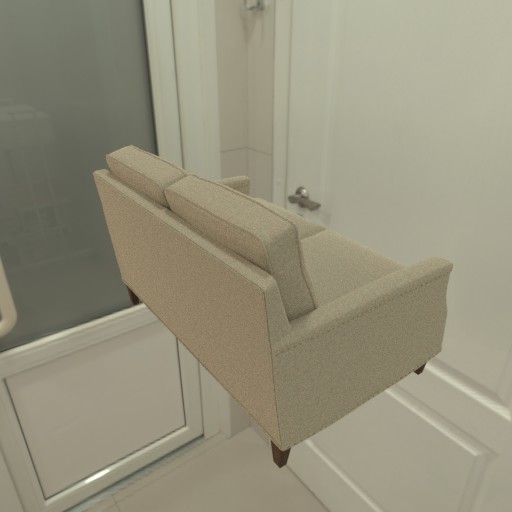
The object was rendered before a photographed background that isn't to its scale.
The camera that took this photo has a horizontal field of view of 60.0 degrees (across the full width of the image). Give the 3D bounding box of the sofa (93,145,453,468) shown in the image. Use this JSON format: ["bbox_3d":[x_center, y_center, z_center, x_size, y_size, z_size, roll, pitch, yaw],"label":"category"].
[{"bbox_3d":[0.000,0.000,2.257,1.084,1.003,1.597,-19,32,-32],"label":"sofa"}]
